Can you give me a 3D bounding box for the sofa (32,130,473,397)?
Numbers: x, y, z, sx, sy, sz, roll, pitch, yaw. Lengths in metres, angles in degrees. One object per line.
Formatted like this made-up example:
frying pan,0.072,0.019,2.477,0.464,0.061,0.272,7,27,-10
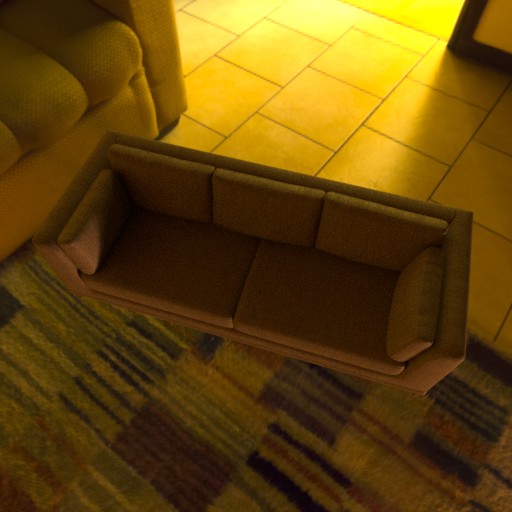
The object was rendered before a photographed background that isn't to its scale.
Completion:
sofa,0.000,0.000,2.837,2.415,0.867,0.969,14,59,9
